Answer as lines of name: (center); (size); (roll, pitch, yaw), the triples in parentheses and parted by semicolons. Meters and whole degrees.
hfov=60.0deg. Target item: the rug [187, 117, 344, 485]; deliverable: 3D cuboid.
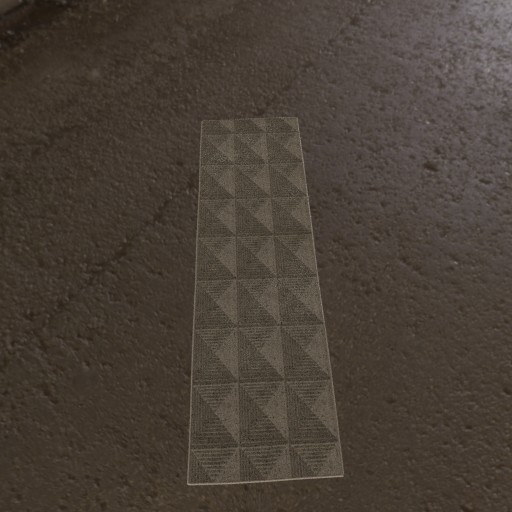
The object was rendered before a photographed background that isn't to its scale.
rug: (0.000, 0.000, 2.385); (0.645, 0.015, 2.182); (-2, 57, -1)
